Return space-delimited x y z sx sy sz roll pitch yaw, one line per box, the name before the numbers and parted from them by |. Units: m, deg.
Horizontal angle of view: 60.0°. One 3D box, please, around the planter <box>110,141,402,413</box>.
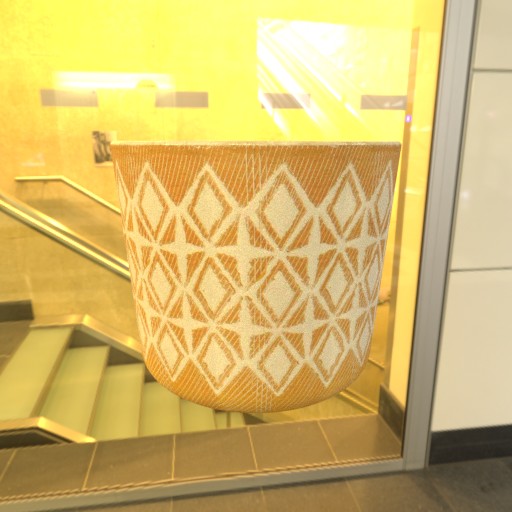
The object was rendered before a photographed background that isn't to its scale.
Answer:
planter | 0.000 0.000 0.328 0.193 0.165 0.193 0 15 0
